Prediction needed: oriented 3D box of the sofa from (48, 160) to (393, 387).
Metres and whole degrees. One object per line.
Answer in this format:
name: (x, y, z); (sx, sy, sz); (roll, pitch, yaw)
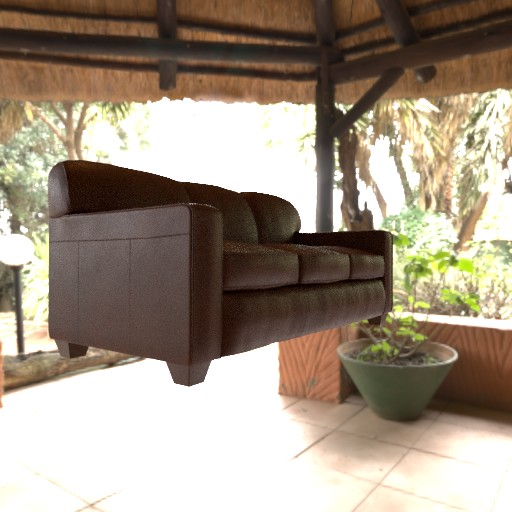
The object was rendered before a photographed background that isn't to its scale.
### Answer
sofa: (0.000, 0.000, 2.605); (1.008, 0.953, 2.039); (0, -1, 37)
